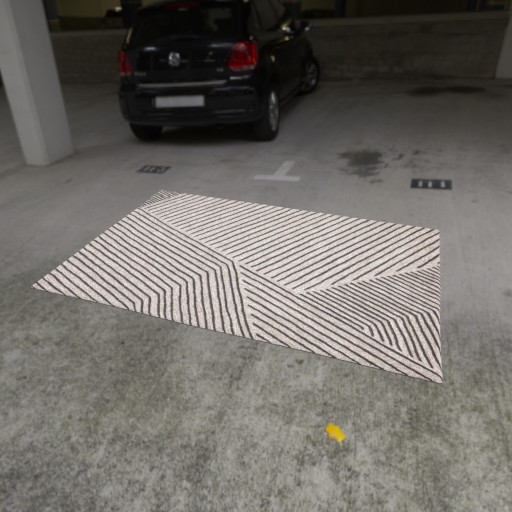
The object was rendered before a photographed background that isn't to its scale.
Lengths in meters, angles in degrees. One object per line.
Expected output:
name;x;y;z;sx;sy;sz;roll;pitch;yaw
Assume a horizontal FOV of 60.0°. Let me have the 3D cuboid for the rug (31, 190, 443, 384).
rug;0.000;0.000;2.344;1.842;0.019;1.237;10;33;16
